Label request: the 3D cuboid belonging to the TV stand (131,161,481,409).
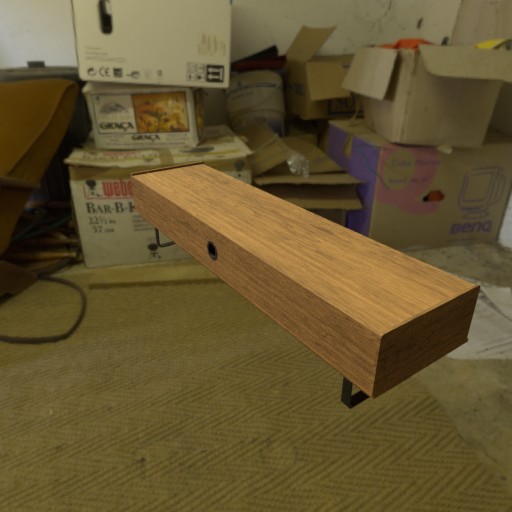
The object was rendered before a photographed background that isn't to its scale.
[{"bbox_3d":[0.000,0.000,2.007,0.467,0.415,1.796,-17,31,-31],"label":"TV stand"}]
